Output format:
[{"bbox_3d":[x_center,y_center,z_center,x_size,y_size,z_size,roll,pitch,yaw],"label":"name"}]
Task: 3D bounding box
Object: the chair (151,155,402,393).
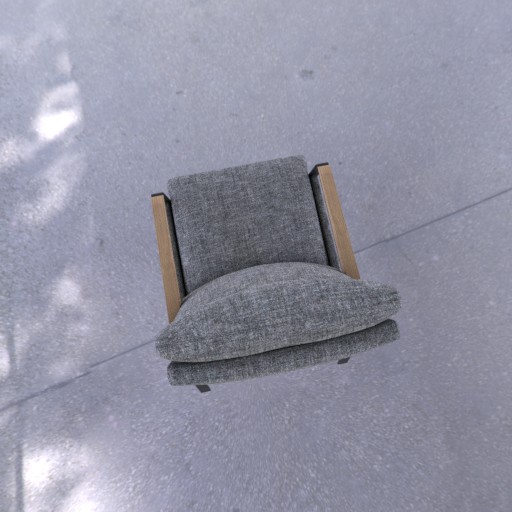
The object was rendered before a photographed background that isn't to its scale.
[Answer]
[{"bbox_3d":[0.000,0.000,1.607,0.671,1.042,0.868,-11,75,-3],"label":"chair"}]
